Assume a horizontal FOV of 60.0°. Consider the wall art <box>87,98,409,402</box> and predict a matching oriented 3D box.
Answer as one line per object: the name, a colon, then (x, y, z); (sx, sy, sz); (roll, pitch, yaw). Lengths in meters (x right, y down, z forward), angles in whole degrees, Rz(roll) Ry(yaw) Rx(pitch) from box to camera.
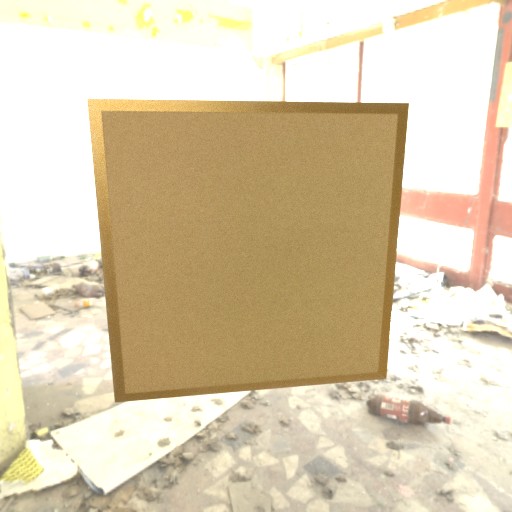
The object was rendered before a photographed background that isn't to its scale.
wall art: (0.000, 0.000, 1.151); (0.762, 0.760, 0.037); (-2, 15, -9)
